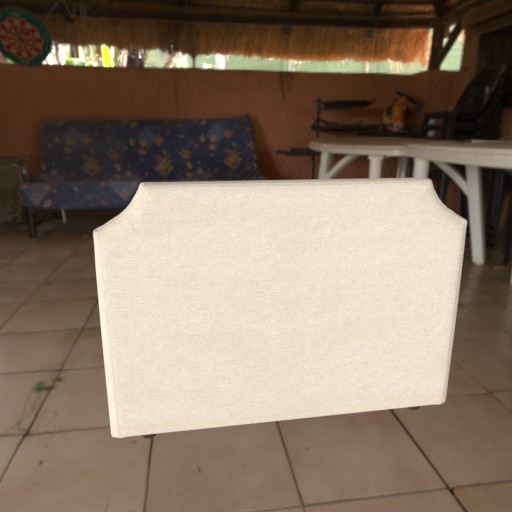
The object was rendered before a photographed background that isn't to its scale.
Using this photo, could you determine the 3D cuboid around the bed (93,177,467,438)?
[{"bbox_3d":[0.000,0.000,3.208,1.828,1.297,2.164,-3,16,-9],"label":"bed"}]
